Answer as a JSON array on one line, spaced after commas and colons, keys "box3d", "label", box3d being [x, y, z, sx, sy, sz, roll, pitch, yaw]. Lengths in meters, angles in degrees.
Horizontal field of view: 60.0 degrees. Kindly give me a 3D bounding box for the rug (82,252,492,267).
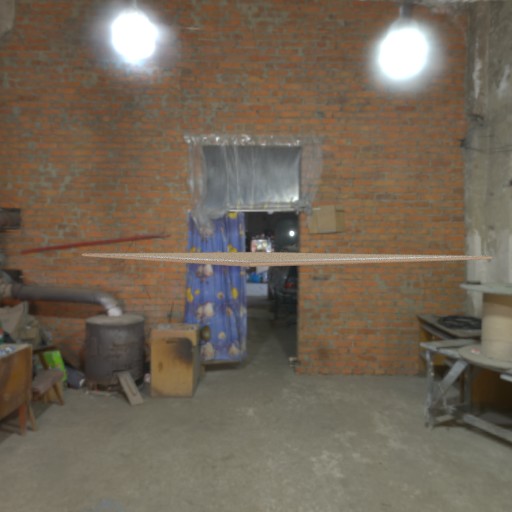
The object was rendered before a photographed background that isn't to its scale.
[{"box3d": [0.000, 0.000, 2.692, 1.525, 0.020, 2.081, -1, 1, -35], "label": "rug"}]
